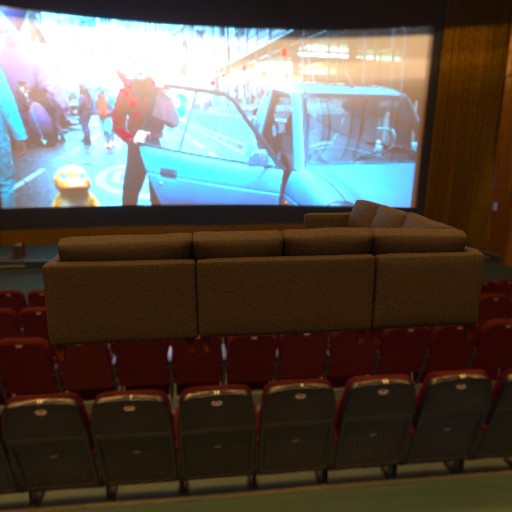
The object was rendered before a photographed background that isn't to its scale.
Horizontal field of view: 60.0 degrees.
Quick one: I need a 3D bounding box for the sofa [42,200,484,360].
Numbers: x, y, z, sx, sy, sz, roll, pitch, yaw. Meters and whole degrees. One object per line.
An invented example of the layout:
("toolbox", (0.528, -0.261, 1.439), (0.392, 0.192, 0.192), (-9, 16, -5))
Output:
("sofa", (0.000, 0.000, 4.655), (3.460, 0.961, 2.594), (-2, 13, -7))
